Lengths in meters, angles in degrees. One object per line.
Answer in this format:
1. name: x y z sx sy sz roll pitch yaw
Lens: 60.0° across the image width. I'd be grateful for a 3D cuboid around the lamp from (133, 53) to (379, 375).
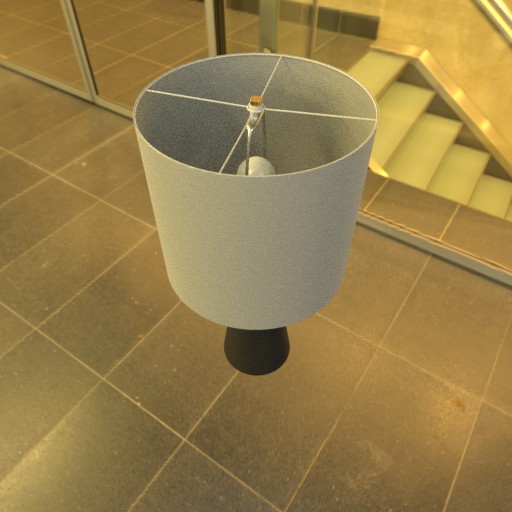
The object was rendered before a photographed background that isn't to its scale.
1. lamp: 0.000 0.000 0.771 0.308 0.580 0.308 11 48 10
